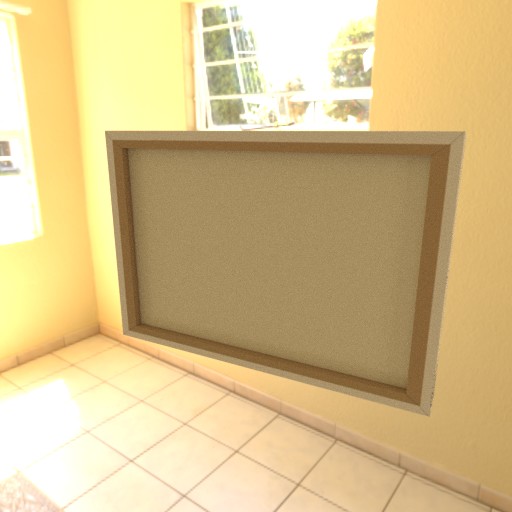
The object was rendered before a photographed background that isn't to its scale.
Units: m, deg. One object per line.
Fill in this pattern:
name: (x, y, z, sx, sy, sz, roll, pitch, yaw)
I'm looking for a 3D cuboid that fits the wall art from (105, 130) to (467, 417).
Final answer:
wall art: (0.000, 0.000, 0.761, 0.608, 0.414, 0.042, 8, 18, 26)
